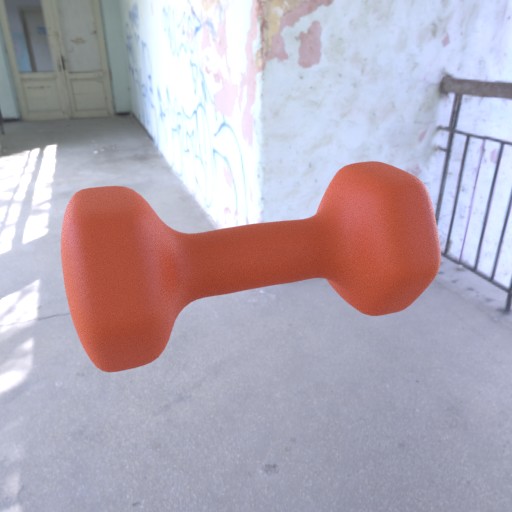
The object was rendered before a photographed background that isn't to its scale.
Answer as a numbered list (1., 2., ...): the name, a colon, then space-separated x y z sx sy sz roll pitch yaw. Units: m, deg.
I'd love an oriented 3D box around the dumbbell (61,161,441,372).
1. dumbbell: 0.000 0.000 0.205 0.162 0.071 0.079 -8 28 -16
